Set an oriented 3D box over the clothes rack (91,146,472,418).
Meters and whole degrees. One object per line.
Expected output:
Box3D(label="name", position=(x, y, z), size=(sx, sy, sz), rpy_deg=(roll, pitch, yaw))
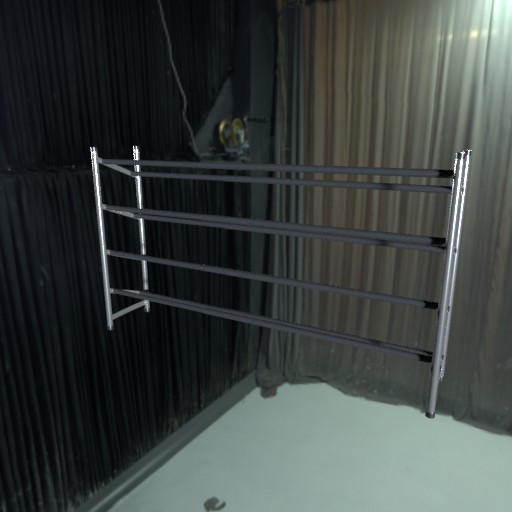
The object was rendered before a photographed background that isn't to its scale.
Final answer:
Box3D(label="clothes rack", position=(0.000, 0.000, 1.421), size=(1.168, 0.672, 0.229), rpy_deg=(8, 17, 27))
